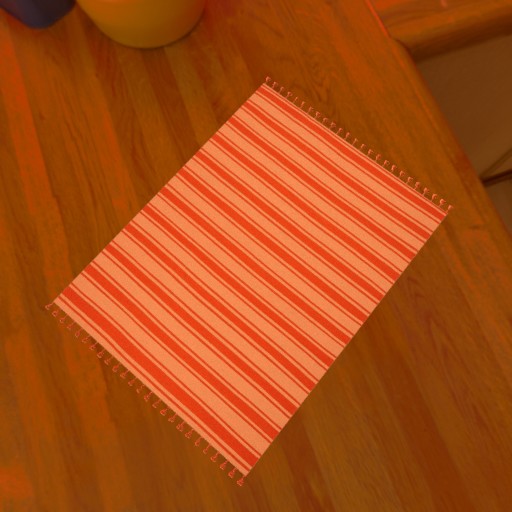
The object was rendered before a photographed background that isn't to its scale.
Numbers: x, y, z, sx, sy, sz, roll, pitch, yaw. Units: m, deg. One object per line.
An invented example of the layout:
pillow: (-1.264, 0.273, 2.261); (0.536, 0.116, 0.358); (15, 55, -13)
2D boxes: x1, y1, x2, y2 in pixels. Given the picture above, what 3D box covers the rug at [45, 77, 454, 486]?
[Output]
rug: (0.000, 0.000, 4.379); (2.451, 0.035, 3.369); (39, 78, 10)
